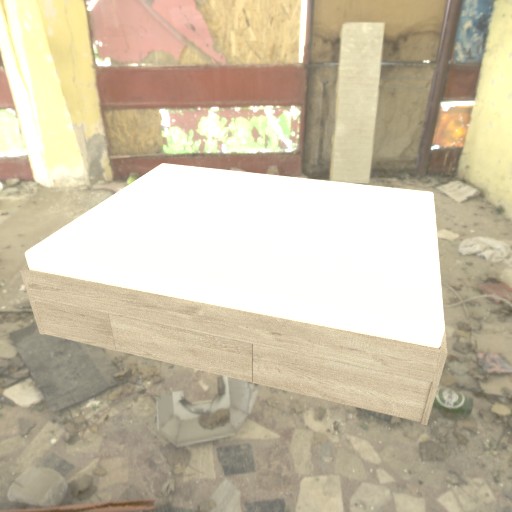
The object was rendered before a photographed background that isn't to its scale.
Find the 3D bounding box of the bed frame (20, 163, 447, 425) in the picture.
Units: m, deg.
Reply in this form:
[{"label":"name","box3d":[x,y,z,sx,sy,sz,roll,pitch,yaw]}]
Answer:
[{"label":"bed frame","box3d":[0.000,0.000,2.570,1.944,0.490,1.448,9,31,15]}]
